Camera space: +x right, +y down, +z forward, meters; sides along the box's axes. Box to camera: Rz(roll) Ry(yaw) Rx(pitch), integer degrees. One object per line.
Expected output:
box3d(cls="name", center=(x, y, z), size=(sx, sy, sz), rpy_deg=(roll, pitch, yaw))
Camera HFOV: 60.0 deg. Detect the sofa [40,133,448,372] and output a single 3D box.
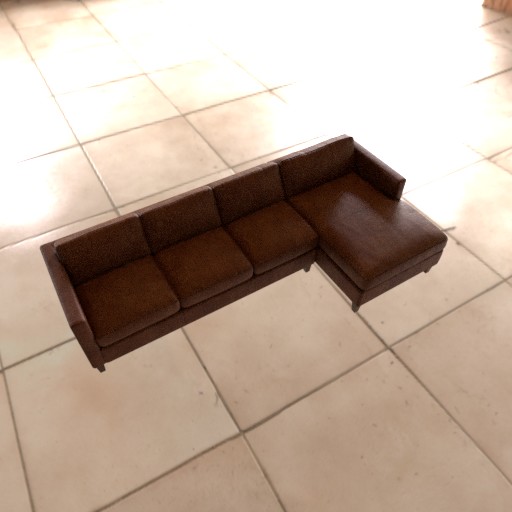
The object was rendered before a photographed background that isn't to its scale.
box3d(cls="sofa", center=(0.000, 0.000, 3.947), size=(3.203, 0.883, 1.581), rpy_deg=(-24, 52, -20))
